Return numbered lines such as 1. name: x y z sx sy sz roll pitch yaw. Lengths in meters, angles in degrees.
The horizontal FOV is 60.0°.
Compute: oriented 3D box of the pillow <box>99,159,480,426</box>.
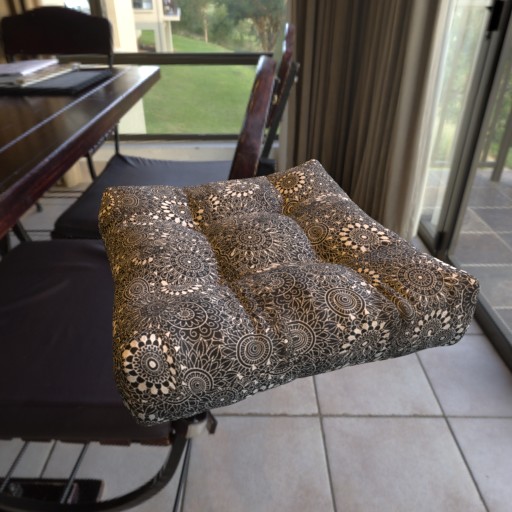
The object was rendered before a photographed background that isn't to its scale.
1. pillow: 0.000 0.000 0.713 0.468 0.128 0.490 -10 33 -16
